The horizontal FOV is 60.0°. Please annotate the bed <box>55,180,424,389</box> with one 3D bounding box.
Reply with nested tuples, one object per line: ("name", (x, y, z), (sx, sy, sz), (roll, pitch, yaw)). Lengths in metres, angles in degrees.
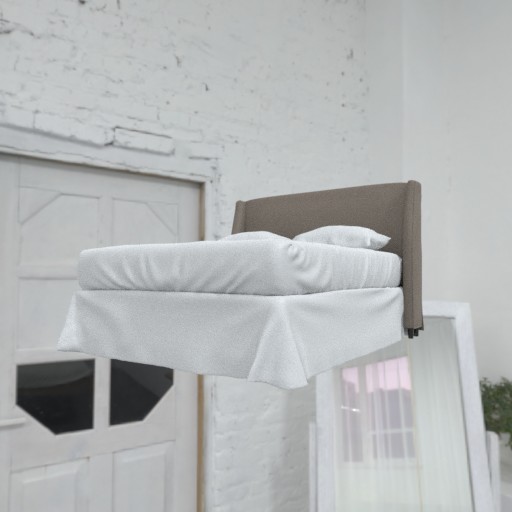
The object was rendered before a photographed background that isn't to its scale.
("bed", (0.000, 0.000, 3.399), (1.925, 1.332, 2.276), (-2, -3, 35))
